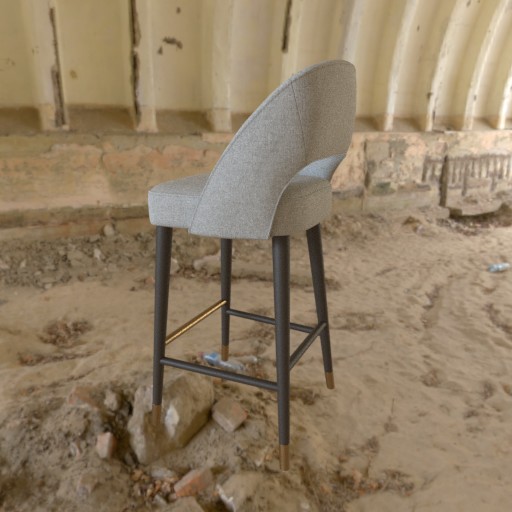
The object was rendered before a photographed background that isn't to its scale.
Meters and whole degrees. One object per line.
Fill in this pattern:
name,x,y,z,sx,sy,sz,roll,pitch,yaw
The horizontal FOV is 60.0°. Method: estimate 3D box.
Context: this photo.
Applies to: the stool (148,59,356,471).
stool,0.000,0.000,1.312,0.509,1.037,0.494,8,18,25
